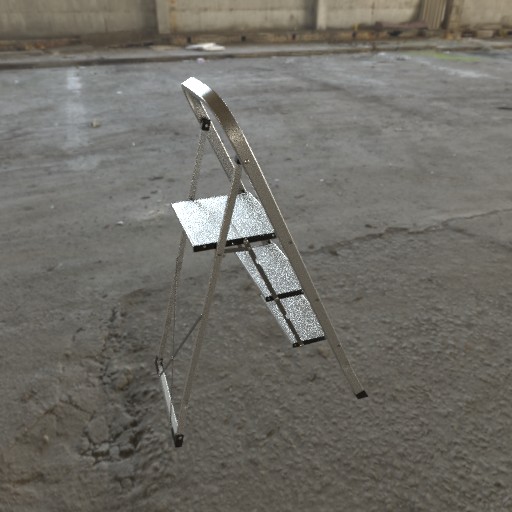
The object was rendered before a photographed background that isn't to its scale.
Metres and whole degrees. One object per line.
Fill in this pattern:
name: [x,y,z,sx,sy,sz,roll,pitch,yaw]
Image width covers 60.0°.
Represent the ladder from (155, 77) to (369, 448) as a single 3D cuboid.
ladder: [0.000,0.000,1.430,0.704,1.070,0.465,-10,31,-17]
